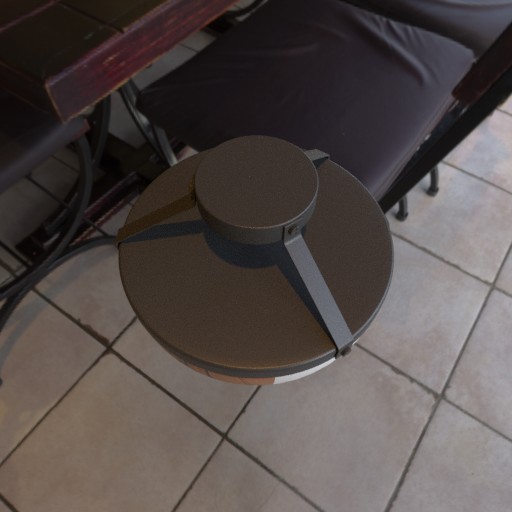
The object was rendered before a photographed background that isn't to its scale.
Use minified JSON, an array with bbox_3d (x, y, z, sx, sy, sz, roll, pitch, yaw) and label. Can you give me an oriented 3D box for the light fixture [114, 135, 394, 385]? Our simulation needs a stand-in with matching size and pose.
[{"bbox_3d":[0.000,0.000,0.525,0.304,0.269,0.304,0,57,0],"label":"light fixture"}]
